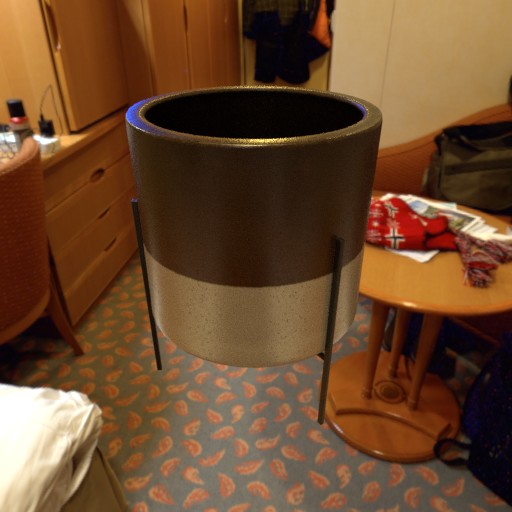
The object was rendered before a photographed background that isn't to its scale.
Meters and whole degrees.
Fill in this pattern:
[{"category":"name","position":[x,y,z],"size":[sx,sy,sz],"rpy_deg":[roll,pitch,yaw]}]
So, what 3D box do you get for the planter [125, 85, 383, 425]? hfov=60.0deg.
[{"category":"planter","position":[0.000,0.000,0.718],"size":[0.345,0.465,0.354],"rpy_deg":[-21,37,-31]}]
